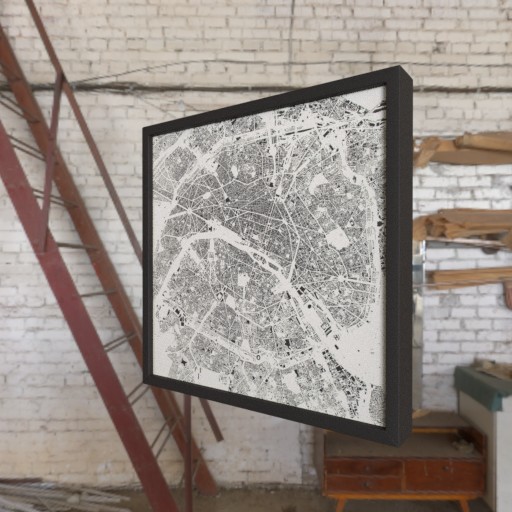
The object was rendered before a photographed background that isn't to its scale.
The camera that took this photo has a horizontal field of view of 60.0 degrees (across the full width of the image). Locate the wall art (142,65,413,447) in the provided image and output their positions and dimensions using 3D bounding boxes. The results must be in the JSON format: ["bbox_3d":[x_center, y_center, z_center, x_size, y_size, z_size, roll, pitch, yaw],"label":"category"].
[{"bbox_3d":[0.000,0.000,0.454,0.305,0.305,0.037,0,0,35],"label":"wall art"}]
